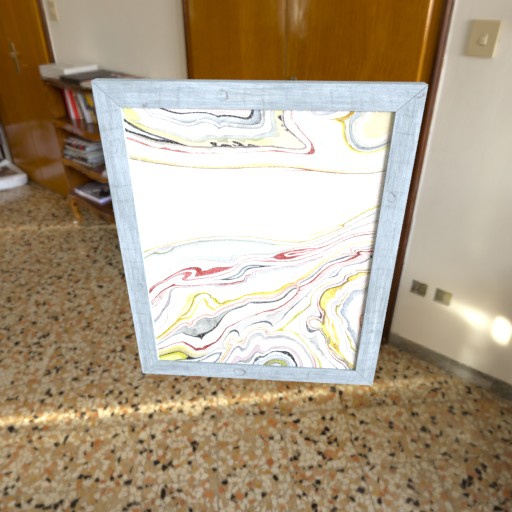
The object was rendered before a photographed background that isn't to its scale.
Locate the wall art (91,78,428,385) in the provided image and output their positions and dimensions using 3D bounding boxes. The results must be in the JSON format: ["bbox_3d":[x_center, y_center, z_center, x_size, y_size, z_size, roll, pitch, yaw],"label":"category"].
[{"bbox_3d":[0.000,0.000,0.784,0.479,0.582,0.022,2,30,4],"label":"wall art"}]
